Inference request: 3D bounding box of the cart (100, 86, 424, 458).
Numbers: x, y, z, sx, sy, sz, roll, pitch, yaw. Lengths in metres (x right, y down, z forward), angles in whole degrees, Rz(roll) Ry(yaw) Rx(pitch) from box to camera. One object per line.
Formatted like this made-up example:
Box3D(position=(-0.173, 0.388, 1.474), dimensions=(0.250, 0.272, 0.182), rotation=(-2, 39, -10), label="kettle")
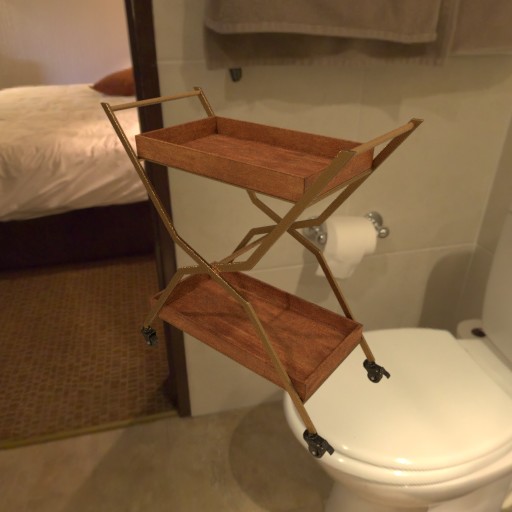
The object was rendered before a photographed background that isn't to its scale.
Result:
Box3D(position=(0.000, 0.000, 1.372), dimensions=(0.836, 0.869, 0.405), rotation=(22, 36, 33), label="cart")
